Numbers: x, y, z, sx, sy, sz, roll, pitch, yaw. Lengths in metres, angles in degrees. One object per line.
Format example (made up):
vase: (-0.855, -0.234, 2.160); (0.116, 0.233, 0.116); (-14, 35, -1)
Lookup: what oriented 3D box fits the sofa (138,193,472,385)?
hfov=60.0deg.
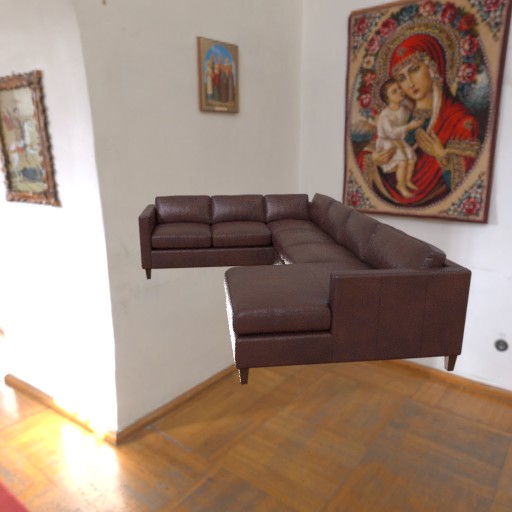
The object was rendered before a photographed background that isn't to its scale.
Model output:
sofa: (0.000, 0.000, 4.407); (2.452, 0.891, 3.324); (-2, 15, -7)
